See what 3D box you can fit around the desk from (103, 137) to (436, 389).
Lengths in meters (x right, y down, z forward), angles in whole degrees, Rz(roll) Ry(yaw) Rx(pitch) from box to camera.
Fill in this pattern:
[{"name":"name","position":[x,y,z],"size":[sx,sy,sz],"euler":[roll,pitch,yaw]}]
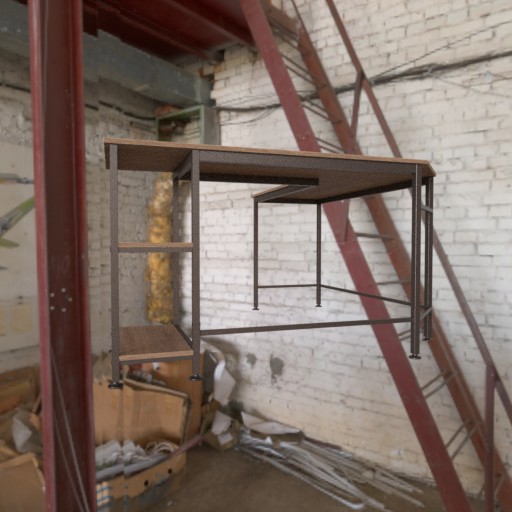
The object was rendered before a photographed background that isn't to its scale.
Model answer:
[{"name":"desk","position":[0.000,0.000,2.163],"size":[1.379,0.739,1.379],"euler":[-1,2,-18]}]
